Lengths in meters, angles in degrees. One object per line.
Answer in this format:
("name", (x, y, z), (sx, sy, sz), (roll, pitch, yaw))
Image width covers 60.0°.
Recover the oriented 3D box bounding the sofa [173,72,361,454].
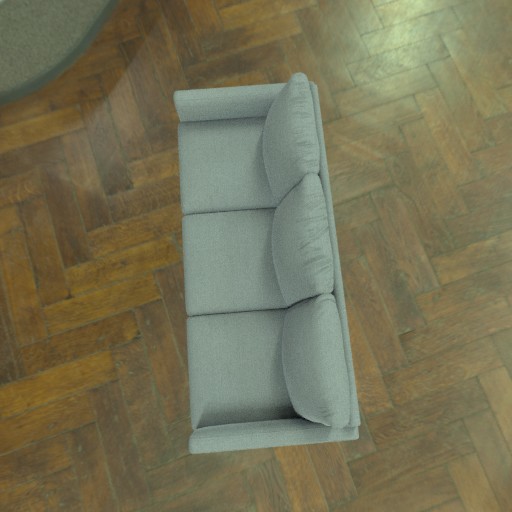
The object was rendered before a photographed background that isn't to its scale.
("sofa", (0.000, 0.000, 2.530), (0.850, 0.830, 2.000), (-5, 77, -1))
